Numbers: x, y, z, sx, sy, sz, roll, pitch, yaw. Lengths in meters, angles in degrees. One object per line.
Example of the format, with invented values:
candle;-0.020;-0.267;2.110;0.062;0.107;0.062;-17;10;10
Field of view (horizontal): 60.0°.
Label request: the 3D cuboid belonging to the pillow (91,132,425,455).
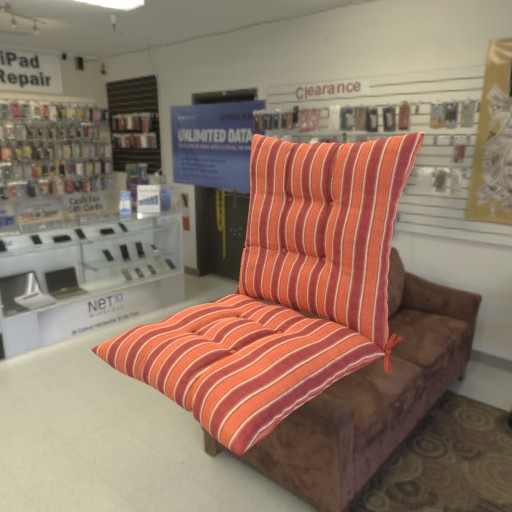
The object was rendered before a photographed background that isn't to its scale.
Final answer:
pillow;0.000;0.000;0.994;0.541;0.536;0.585;14;21;43
